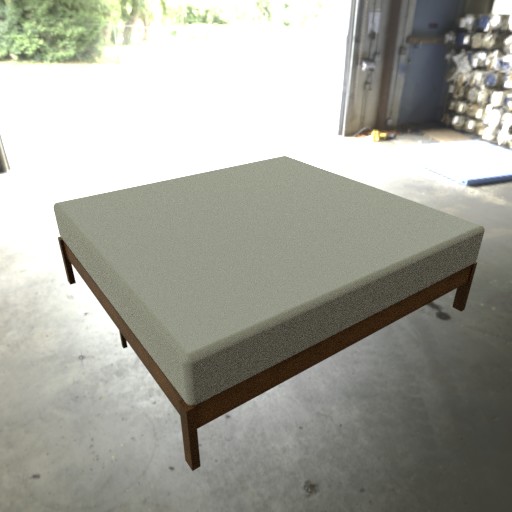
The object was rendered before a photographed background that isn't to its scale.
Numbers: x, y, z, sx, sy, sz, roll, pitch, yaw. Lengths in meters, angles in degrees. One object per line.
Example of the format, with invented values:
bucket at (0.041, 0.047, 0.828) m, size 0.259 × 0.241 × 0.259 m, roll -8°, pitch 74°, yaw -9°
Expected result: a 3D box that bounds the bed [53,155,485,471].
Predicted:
bed at (0.000, 0.000, 2.973) m, size 2.049 × 0.616 × 1.930 m, roll -19°, pitch 34°, yaw -31°
